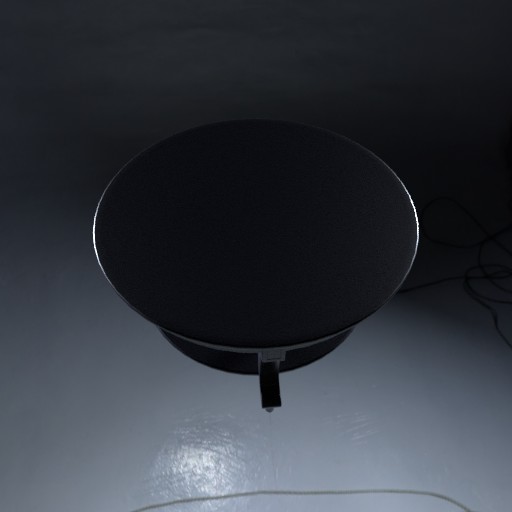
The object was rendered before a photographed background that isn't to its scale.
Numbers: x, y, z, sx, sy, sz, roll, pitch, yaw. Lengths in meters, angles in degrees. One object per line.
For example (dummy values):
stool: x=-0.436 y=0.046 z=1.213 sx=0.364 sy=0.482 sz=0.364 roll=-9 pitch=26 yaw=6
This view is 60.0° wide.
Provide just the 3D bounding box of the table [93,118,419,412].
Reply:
table: x=0.000 y=0.000 z=1.617 sx=1.029 sy=0.491 sz=1.029 roll=0 pitch=49 yaw=0
